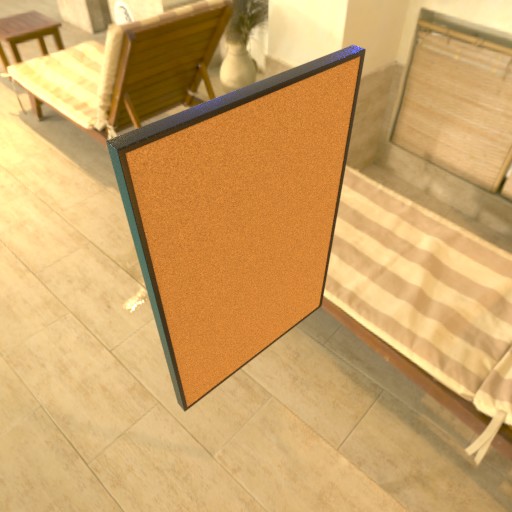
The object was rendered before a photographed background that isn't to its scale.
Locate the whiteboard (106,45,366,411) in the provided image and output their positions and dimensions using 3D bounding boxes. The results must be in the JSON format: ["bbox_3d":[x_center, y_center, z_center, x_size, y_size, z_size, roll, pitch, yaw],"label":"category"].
[{"bbox_3d":[0.000,0.000,0.778,0.406,0.611,0.026,-32,54,-27],"label":"whiteboard"}]
